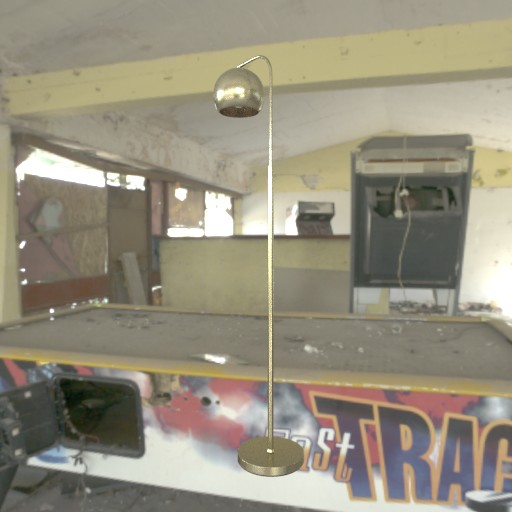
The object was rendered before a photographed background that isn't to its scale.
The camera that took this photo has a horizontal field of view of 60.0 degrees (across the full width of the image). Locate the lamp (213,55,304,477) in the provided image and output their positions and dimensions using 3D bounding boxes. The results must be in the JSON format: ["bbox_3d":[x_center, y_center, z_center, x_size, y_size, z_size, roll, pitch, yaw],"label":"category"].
[{"bbox_3d":[0.000,0.000,1.712,0.250,1.526,0.431,-1,2,-37],"label":"lamp"}]
